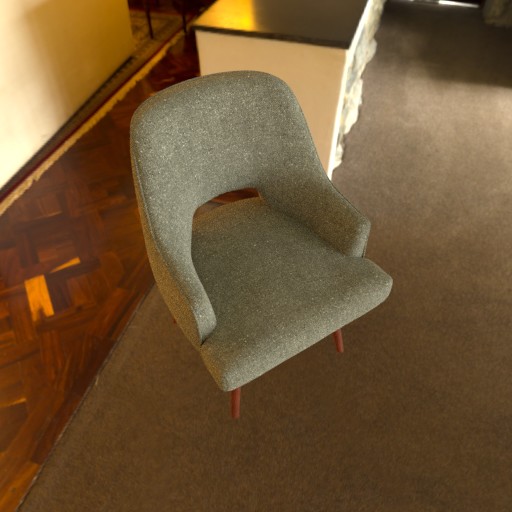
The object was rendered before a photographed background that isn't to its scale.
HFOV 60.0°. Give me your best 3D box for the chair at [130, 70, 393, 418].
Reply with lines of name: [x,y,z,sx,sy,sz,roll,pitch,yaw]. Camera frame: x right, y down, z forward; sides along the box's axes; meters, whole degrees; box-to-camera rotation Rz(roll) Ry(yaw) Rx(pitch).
chair: [0.000,0.000,1.351,0.608,0.875,0.629,-25,52,-22]
